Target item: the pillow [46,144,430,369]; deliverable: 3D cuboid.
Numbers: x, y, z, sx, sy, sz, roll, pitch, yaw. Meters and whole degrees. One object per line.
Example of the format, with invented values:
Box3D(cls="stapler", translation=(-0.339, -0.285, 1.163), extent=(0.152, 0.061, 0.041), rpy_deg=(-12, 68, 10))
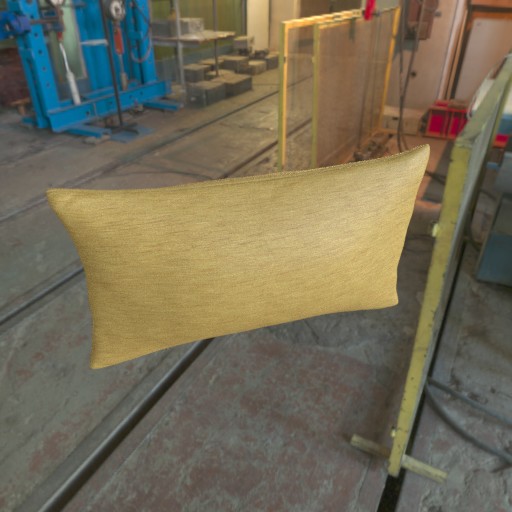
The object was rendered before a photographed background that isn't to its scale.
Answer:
Box3D(cls="pillow", translation=(0.000, 0.000, 0.796), extent=(0.634, 0.354, 0.210), rpy_deg=(-9, 34, -14))
